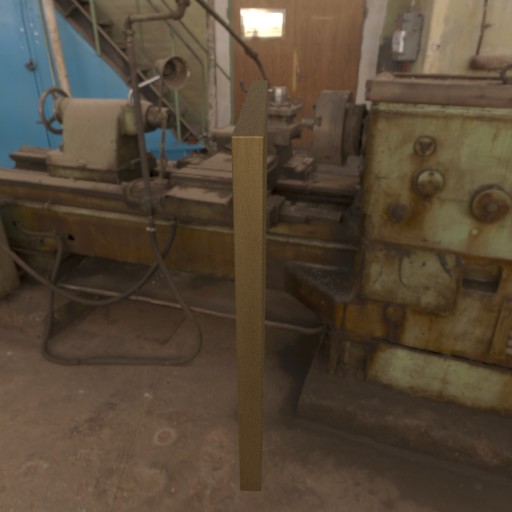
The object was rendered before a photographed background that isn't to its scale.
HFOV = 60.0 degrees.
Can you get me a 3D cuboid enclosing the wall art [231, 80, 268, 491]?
[{"bbox_3d":[0.000,0.000,0.749,0.031,0.506,0.503,1,27,2],"label":"wall art"}]
